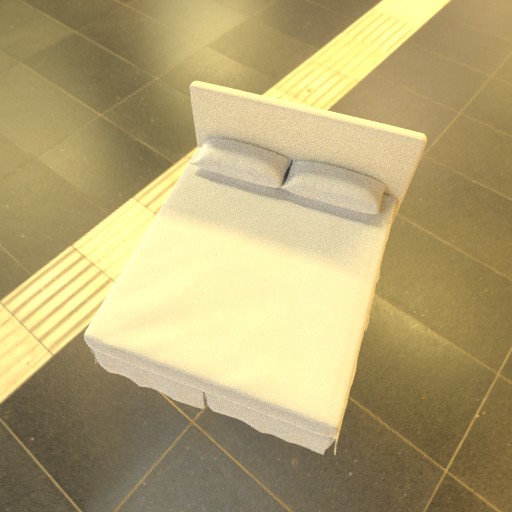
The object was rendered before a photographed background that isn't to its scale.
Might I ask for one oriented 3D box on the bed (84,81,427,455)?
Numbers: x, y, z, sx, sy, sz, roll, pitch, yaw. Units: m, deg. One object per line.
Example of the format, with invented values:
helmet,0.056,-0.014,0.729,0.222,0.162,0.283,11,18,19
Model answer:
bed,0.000,0.000,3.646,2.119,1.317,2.341,17,59,11
